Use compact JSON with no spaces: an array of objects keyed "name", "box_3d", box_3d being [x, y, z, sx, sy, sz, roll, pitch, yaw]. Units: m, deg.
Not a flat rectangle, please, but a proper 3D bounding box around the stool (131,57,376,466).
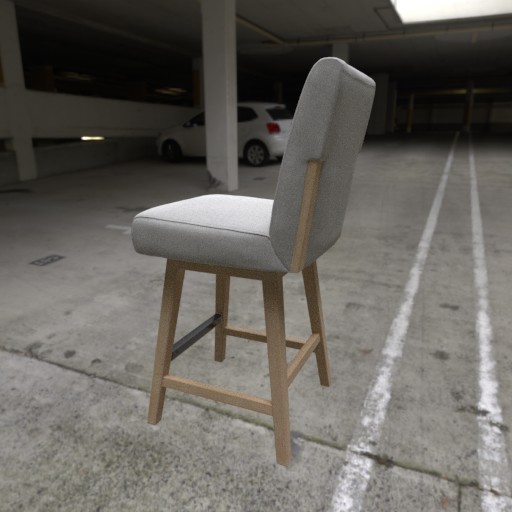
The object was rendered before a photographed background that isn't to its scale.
[{"name":"stool","box_3d":[0.000,0.000,1.409,0.606,1.085,0.507,7,17,23]}]
